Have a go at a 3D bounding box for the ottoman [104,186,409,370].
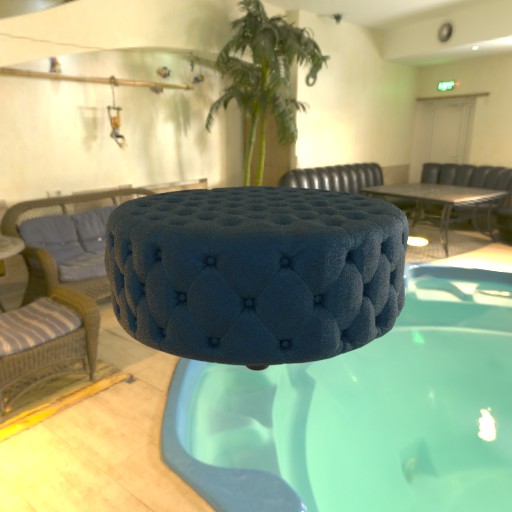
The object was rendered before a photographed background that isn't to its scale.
[{"bbox_3d":[0.000,0.000,1.547,0.998,0.398,0.998,0,16,0],"label":"ottoman"}]
